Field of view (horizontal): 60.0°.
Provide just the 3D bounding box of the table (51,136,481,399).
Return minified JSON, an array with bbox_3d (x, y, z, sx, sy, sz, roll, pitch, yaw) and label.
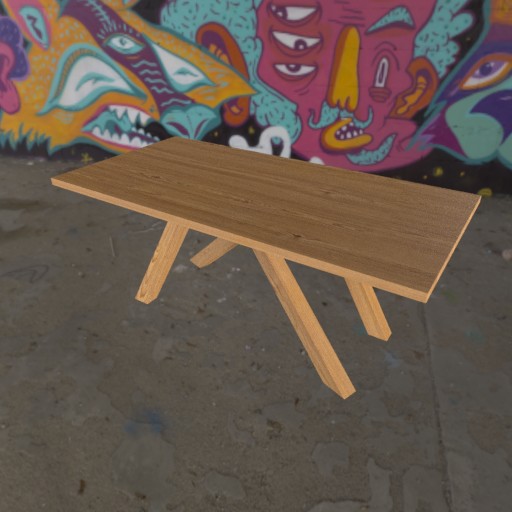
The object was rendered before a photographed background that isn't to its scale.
[{"bbox_3d":[0.000,0.000,2.248,1.797,0.750,0.901,18,35,28],"label":"table"}]
